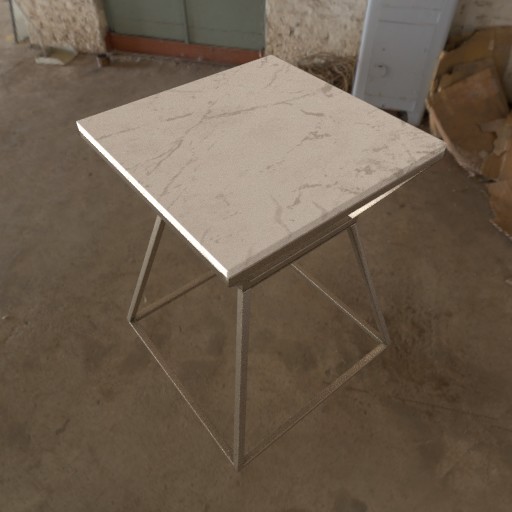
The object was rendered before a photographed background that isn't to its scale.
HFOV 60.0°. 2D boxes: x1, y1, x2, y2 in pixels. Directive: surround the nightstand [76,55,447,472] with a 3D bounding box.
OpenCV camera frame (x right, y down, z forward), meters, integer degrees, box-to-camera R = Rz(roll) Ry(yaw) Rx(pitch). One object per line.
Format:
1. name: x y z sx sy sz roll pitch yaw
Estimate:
1. nightstand: 0.000 0.000 0.880 0.455 0.554 0.455 -30 54 -25
